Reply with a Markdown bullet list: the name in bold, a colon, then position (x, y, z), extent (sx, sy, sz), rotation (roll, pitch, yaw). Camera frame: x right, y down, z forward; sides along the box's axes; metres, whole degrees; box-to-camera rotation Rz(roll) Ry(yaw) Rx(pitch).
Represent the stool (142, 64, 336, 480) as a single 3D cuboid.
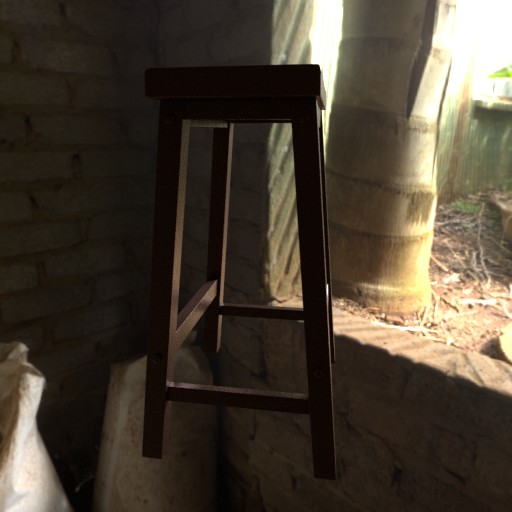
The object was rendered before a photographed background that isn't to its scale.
- **stool**: position (0.000, 0.000, 0.832), extent (0.322, 0.610, 0.406), rotation (3, 16, 9)
